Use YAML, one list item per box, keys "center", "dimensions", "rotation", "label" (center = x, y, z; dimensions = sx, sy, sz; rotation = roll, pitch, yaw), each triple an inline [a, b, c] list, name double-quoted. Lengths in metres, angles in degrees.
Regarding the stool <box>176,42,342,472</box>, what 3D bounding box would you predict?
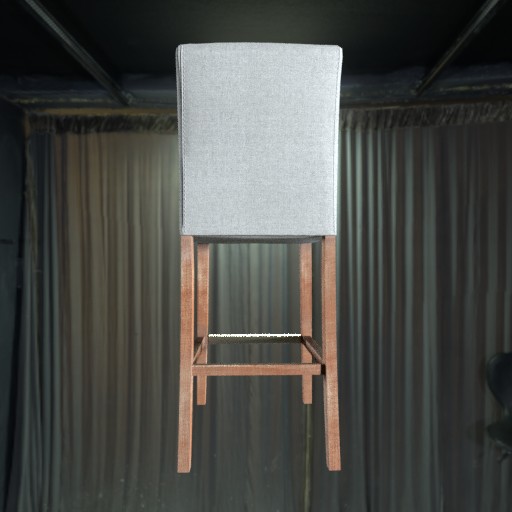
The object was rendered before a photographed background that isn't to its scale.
- center: [0.000, 0.000, 1.388]
  dimensions: [0.439, 1.088, 0.570]
  rotation: [0, 0, -2]
  label: "stool"
